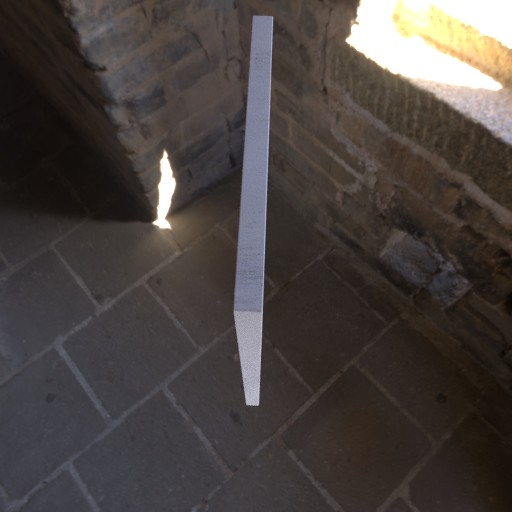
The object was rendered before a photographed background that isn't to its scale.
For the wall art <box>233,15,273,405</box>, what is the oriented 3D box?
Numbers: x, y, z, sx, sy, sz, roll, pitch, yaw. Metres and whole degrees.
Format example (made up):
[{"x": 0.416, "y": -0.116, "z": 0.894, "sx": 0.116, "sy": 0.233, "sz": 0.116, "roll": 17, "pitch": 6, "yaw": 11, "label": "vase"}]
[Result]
[{"x": 0.000, "y": 0.000, "z": 1.160, "sx": 0.043, "sy": 0.914, "sz": 0.624, "roll": 2, "pitch": 64, "yaw": 1, "label": "wall art"}]
